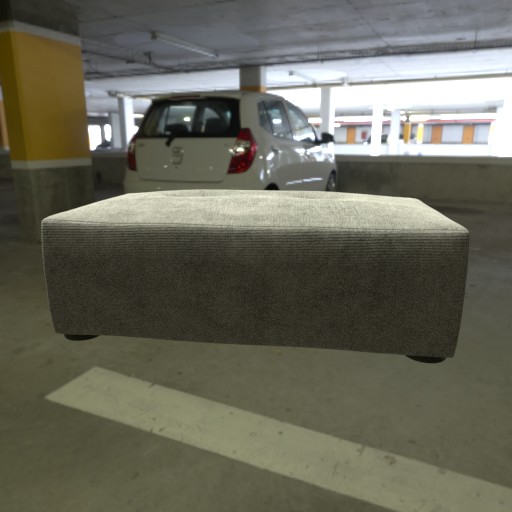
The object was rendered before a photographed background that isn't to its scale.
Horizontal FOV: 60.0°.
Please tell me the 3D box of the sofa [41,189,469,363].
[{"bbox_3d":[0.000,0.000,1.175,0.930,0.330,0.480,2,15,8],"label":"sofa"}]
